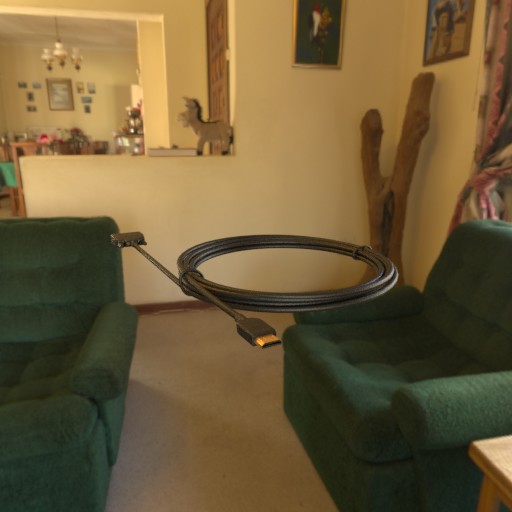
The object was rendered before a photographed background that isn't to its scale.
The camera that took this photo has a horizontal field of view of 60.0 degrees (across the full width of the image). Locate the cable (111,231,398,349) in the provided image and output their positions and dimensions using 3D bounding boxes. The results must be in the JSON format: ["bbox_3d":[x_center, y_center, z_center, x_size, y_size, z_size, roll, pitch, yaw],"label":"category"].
[{"bbox_3d":[0.000,0.000,0.529,0.257,0.030,0.422,-8,17,-28],"label":"cable"}]
